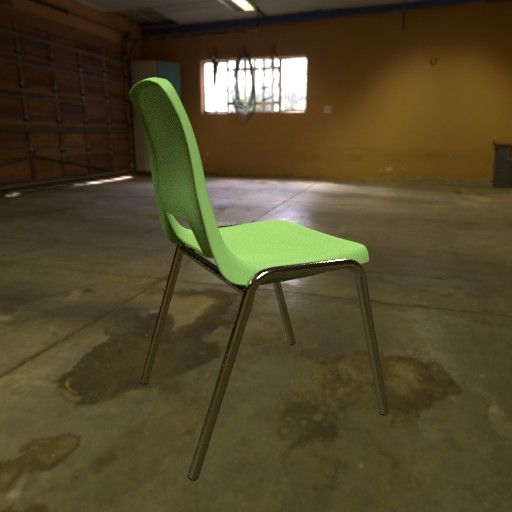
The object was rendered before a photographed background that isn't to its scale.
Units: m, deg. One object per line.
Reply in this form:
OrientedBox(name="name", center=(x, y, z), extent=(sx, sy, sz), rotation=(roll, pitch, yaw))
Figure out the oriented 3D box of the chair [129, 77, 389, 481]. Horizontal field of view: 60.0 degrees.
OrientedBox(name="chair", center=(0.000, 0.000, 0.905), extent=(0.436, 0.653, 0.381), rotation=(-8, 17, -27))
